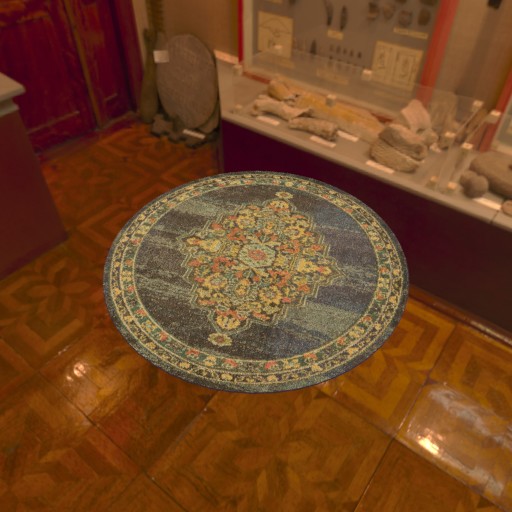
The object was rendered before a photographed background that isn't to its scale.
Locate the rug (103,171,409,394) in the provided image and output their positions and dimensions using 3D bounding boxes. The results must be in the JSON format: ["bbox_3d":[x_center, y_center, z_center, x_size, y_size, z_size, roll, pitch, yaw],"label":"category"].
[{"bbox_3d":[0.000,0.000,2.368,1.591,0.010,1.591,0,45,0],"label":"rug"}]
